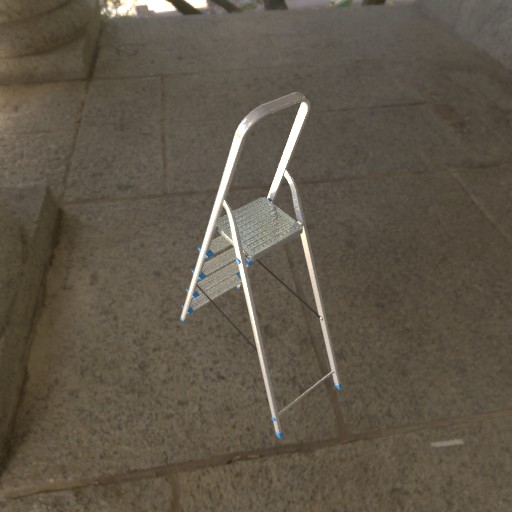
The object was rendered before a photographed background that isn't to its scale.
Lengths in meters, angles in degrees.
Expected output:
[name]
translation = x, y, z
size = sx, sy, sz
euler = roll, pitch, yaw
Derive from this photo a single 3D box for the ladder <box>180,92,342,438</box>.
[ladder]
translation = 0.000, 0.000, 2.094
size = 0.468, 1.648, 0.990
euler = -30, 53, -26
